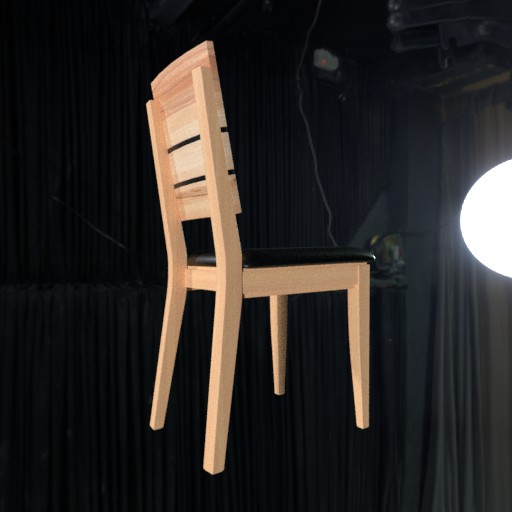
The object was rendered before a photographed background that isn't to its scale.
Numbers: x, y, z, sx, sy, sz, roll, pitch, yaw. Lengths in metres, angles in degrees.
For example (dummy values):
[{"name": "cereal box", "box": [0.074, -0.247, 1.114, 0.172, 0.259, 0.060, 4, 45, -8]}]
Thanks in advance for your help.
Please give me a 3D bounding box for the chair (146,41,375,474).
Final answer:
[{"name": "chair", "box": [0.000, 0.000, 1.223, 0.520, 0.940, 0.410, 0, 0, -36]}]
